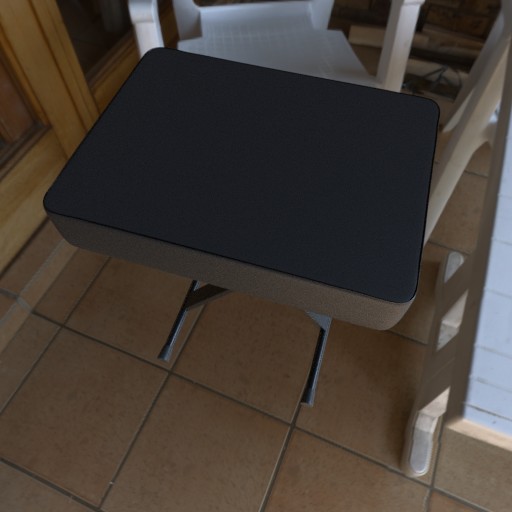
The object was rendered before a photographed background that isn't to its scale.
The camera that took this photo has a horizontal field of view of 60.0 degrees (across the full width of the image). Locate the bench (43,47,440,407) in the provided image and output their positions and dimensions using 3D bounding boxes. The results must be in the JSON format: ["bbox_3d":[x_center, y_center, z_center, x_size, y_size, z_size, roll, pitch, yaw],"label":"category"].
[{"bbox_3d":[0.000,0.000,0.757,0.424,0.500,0.321,15,60,9],"label":"bench"}]
